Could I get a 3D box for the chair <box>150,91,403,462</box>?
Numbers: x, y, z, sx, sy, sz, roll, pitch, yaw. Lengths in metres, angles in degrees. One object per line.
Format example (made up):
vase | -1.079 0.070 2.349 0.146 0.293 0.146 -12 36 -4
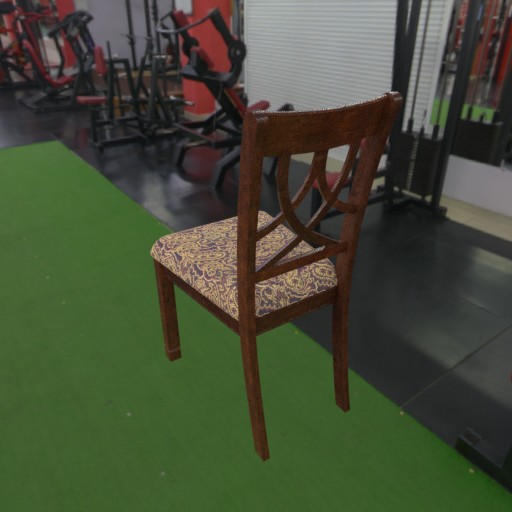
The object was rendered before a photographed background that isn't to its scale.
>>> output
chair | 0.000 0.000 1.319 0.457 0.965 0.584 -18 34 -29
